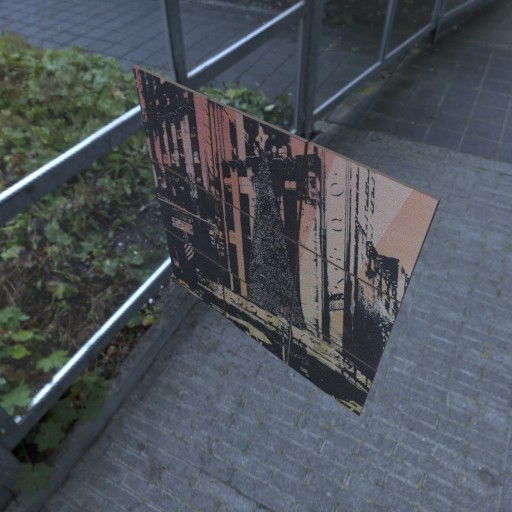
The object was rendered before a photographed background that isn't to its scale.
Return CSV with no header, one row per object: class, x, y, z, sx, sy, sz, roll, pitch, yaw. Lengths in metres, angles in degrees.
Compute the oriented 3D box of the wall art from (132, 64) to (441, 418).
wall art,0.000,0.000,1.807,1.216,1.216,0.013,32,54,27
